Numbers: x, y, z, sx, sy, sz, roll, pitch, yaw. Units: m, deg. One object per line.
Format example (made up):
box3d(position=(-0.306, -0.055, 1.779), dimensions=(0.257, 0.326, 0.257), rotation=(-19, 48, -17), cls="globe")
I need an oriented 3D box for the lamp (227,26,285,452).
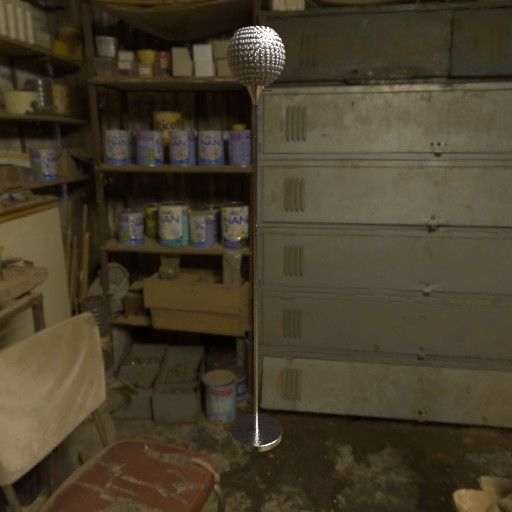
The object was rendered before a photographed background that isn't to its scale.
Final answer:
box3d(position=(0.000, 0.000, 1.942), dimensions=(0.254, 1.805, 0.254), rotation=(0, 15, 0), cls="lamp")
